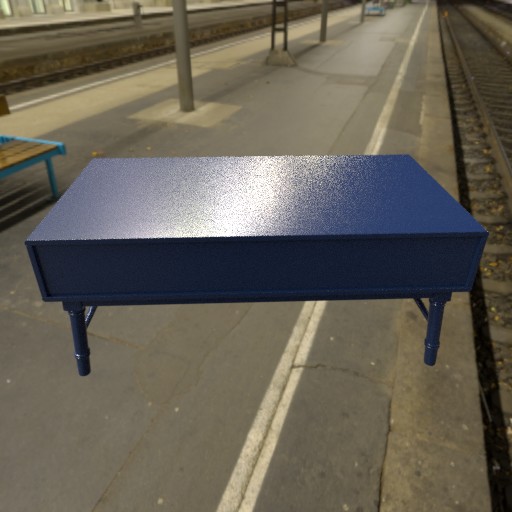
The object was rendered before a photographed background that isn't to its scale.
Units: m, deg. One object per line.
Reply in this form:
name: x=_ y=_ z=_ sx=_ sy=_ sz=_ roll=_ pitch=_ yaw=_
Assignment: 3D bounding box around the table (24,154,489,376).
table: x=0.000 y=0.000 z=1.374 sx=1.067 sy=0.457 sz=0.572 roll=-1 pitch=31 yaw=-2
